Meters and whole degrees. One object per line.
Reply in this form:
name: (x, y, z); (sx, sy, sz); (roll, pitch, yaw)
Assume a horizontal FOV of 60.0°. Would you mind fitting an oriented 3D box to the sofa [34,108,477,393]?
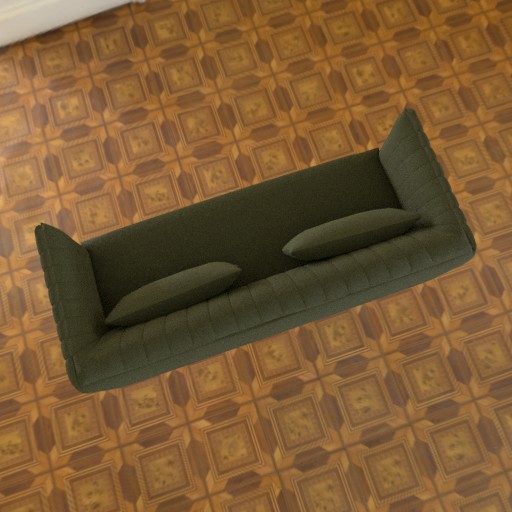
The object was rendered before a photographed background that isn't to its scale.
sofa: (0.000, 0.000, 2.545); (2.137, 0.793, 0.896); (-18, 77, -4)
